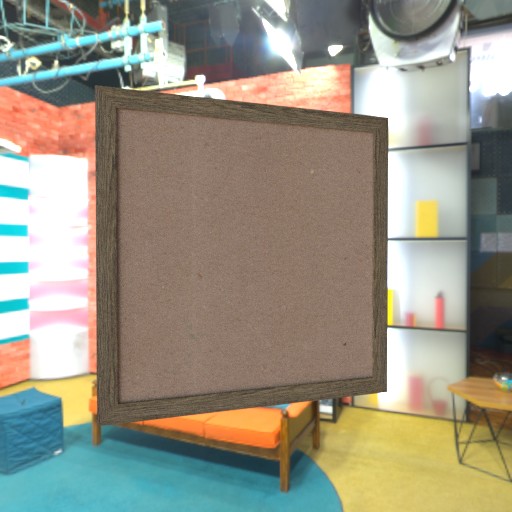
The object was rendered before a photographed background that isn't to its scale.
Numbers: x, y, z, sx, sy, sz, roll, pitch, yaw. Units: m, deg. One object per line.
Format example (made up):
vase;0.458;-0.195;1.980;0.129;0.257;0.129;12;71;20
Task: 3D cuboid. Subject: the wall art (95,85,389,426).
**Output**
wall art;0.000;0.000;0.749;0.508;0.508;0.019;0;1;-18
